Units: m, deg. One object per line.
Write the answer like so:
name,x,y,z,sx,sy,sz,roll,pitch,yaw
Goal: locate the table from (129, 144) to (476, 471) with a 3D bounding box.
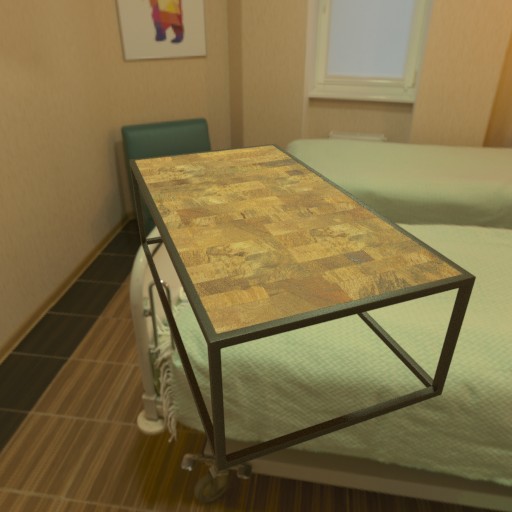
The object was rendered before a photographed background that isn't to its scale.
table,0.000,0.000,1.524,0.649,0.398,1.199,-11,32,-18
